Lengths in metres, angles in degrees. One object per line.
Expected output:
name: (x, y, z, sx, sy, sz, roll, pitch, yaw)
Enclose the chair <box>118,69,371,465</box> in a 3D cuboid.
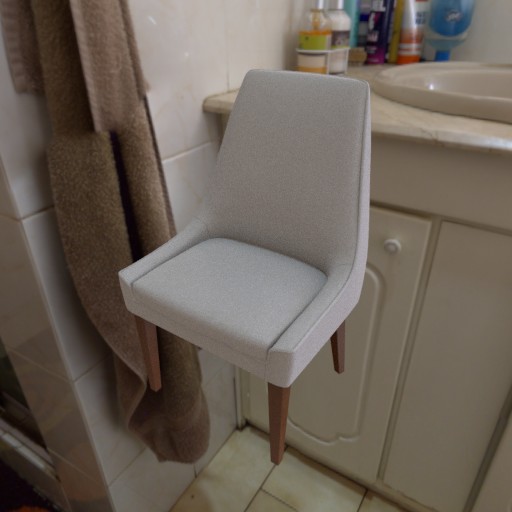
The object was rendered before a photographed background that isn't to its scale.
chair: (0.000, 0.000, 1.191, 0.529, 0.861, 0.544, 19, 36, 29)
